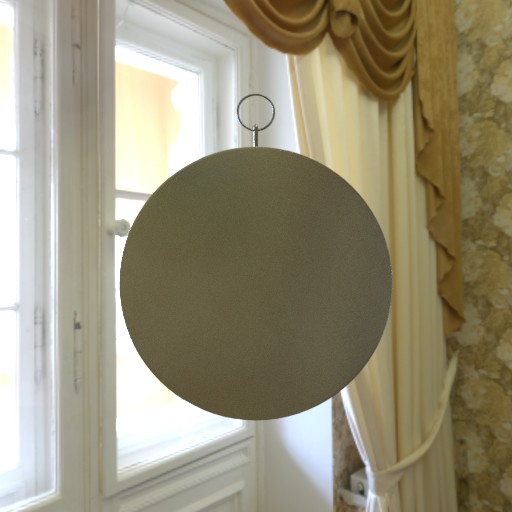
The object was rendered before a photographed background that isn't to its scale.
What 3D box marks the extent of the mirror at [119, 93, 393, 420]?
[{"bbox_3d":[0.000,0.000,0.971,0.594,0.713,0.020,0,0,0],"label":"mirror"}]
